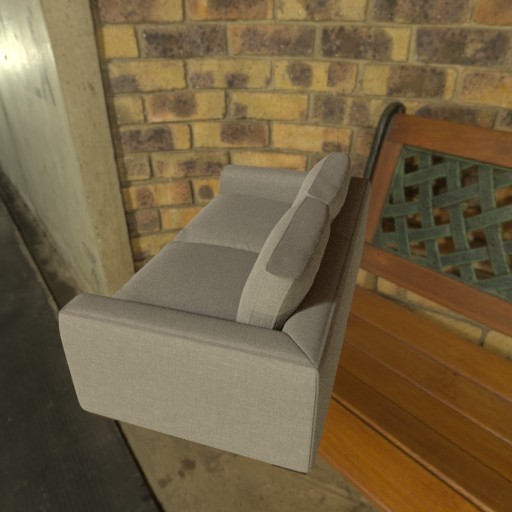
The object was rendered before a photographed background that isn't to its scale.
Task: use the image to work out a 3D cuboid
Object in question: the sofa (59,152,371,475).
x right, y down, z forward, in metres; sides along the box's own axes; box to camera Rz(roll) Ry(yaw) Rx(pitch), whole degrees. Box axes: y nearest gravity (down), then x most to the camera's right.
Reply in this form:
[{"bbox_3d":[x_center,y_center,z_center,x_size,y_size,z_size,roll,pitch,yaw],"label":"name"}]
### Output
[{"bbox_3d":[0.000,0.000,2.425,1.069,0.800,1.920,9,31,15],"label":"sofa"}]
